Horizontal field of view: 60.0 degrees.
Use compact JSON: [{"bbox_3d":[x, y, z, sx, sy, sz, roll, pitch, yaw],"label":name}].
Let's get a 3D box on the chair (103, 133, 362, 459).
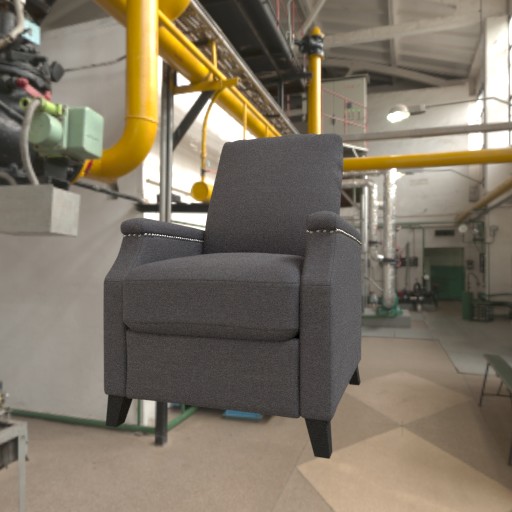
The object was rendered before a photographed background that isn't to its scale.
[{"bbox_3d":[0.000,0.000,1.641,0.710,1.049,0.922,0,0,19],"label":"chair"}]
